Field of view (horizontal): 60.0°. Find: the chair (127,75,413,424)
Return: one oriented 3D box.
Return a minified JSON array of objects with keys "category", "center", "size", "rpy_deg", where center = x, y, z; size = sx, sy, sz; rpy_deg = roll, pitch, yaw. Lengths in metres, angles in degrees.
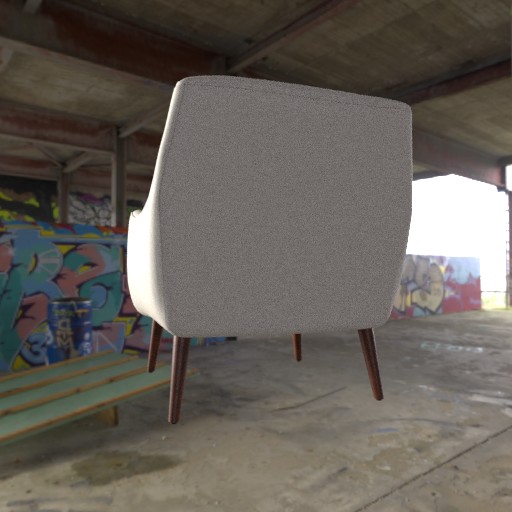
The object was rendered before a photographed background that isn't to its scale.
[{"category":"chair","center":[0.000,0.000,1.418],"size":[0.762,0.838,0.787],"rpy_deg":[1,-2,-19]}]
